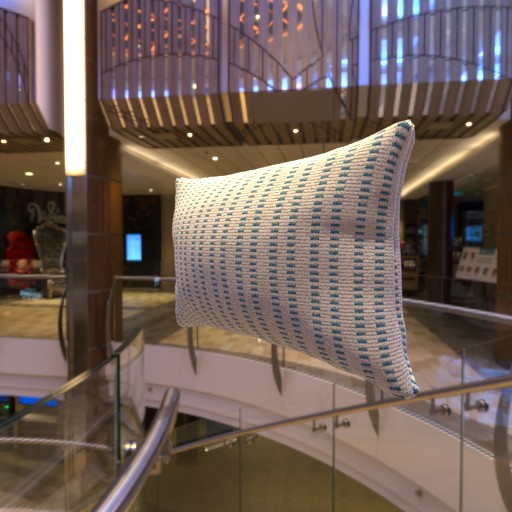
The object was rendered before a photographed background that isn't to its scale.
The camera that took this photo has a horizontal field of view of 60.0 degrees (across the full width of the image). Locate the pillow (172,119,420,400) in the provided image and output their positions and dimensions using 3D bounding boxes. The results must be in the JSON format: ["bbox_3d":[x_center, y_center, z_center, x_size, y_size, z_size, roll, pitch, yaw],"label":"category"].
[{"bbox_3d":[0.000,0.000,0.800,0.210,0.353,0.640,-1,2,-37],"label":"pillow"}]
